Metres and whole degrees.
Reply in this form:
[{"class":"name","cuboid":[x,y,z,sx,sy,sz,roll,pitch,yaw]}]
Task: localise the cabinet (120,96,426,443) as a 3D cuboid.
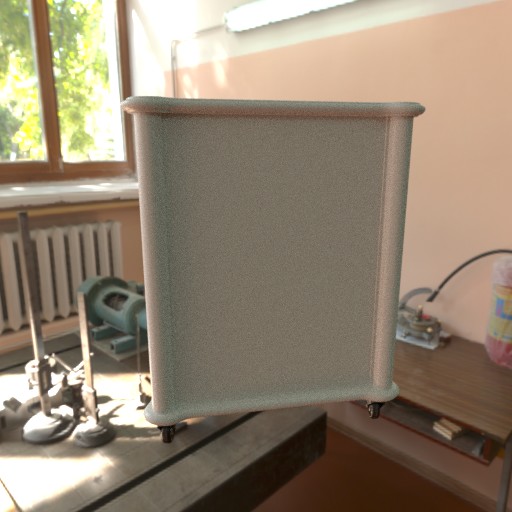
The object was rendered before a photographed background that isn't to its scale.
[{"class":"cabinet","cuboid":[0.000,0.000,1.228,0.628,0.761,0.627,-3,14,-11]}]
